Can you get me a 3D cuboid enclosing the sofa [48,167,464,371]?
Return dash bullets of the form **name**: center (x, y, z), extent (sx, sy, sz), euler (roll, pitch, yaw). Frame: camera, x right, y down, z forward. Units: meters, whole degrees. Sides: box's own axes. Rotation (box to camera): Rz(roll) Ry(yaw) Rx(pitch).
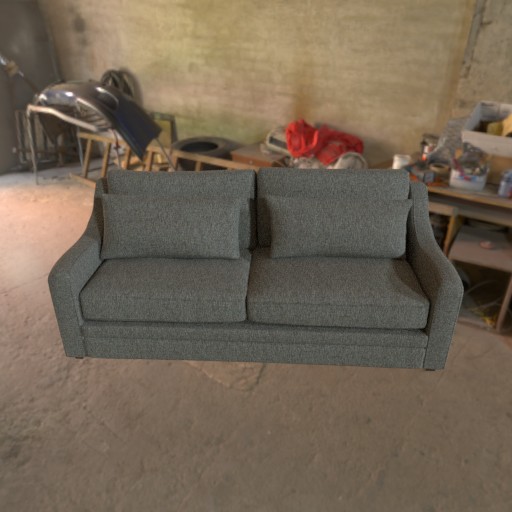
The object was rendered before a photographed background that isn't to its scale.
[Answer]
- **sofa**: center (0.000, 0.000, 2.975), extent (2.418, 0.998, 1.103), euler (1, 30, 2)
